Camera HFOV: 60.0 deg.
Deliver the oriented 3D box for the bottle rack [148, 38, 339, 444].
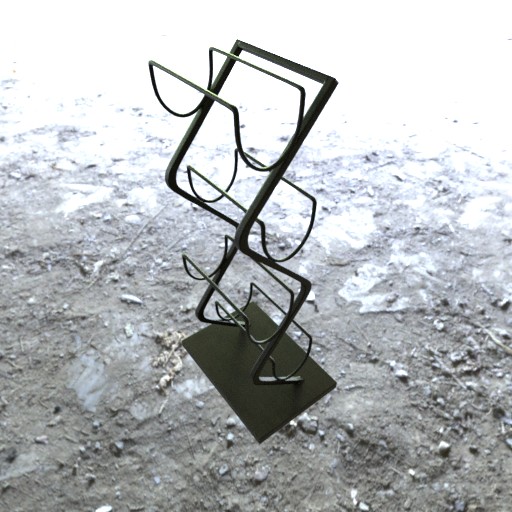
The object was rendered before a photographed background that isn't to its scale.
[{"bbox_3d":[0.000,0.000,0.665,0.178,0.559,0.254,-27,48,-27],"label":"bottle rack"}]
